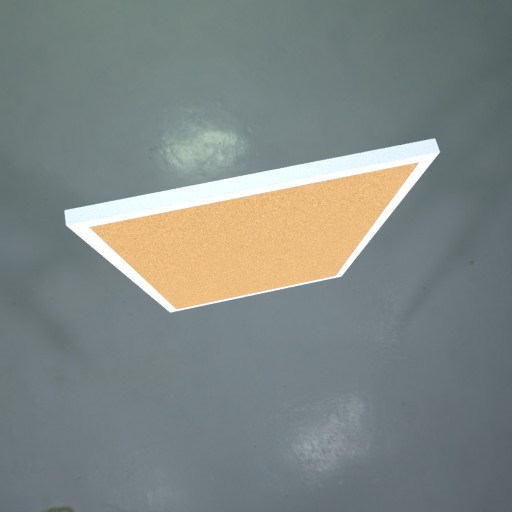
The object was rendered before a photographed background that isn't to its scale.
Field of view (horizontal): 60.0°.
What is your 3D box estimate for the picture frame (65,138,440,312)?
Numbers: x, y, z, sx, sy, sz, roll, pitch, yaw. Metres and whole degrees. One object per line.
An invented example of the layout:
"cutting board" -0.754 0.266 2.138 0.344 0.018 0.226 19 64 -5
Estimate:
"picture frame" 0.000 0.000 0.563 0.305 0.434 0.013 -12 74 -3
